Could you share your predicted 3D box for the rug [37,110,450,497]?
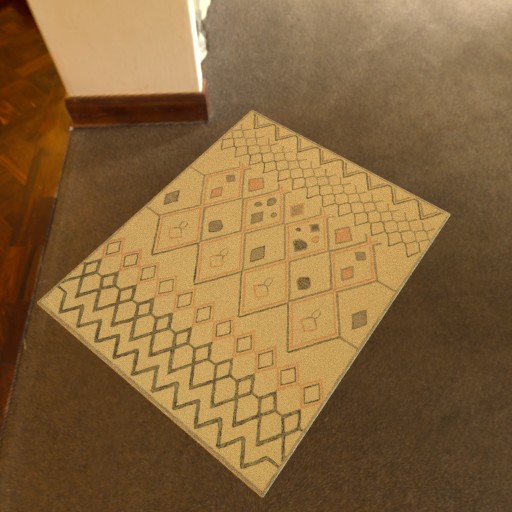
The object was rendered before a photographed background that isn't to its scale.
[{"bbox_3d":[0.000,0.000,4.068,2.441,0.016,3.050,33,64,18],"label":"rug"}]
